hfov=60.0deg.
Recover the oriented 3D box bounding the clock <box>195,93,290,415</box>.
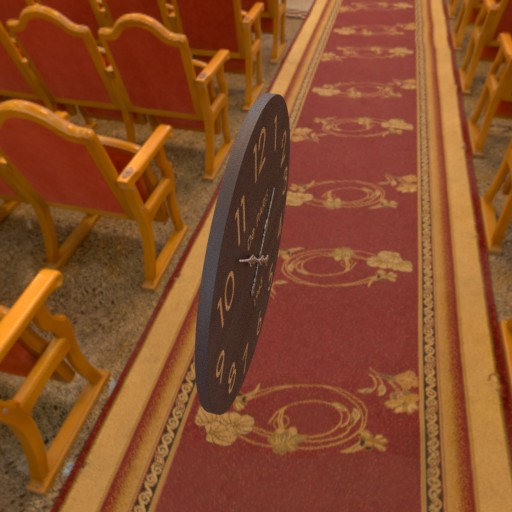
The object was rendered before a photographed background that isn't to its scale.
[{"bbox_3d":[0.000,0.000,0.861,0.029,0.595,0.595,11,48,10],"label":"clock"}]
